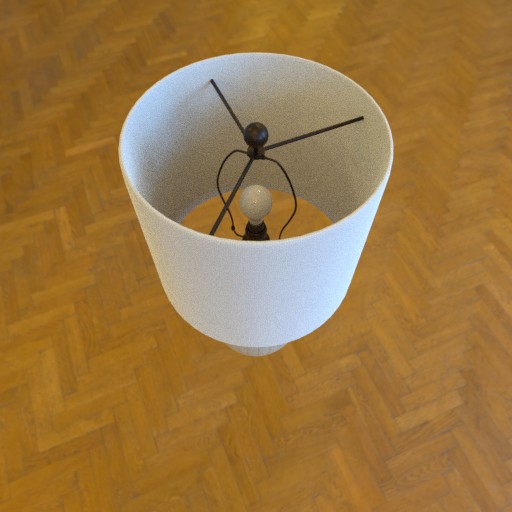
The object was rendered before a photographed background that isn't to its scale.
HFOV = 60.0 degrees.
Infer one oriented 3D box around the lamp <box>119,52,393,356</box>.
[{"bbox_3d":[0.000,0.000,0.763,0.329,0.570,0.329,18,59,11],"label":"lamp"}]
